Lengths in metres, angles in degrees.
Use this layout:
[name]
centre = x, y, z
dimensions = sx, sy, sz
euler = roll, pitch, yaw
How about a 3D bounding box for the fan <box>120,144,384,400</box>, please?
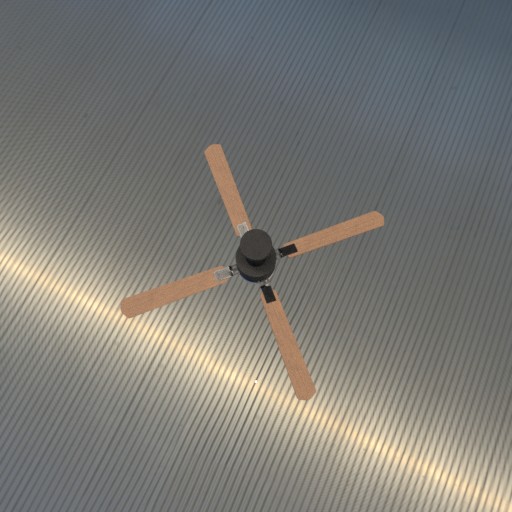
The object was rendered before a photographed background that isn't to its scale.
[fan]
centre = 0.000, 0.000, 1.990
dimensions = 1.320, 0.355, 1.320
euler = -20, 75, -5
